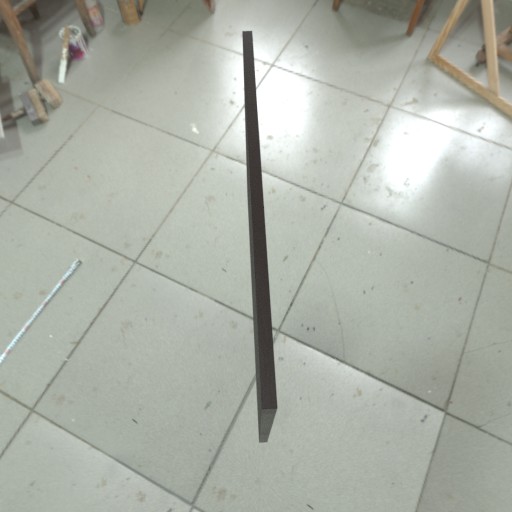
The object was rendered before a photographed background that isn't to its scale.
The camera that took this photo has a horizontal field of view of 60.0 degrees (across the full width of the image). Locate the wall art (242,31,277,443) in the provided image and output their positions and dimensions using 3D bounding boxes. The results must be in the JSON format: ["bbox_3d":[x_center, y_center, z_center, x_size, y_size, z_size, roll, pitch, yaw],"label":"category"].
[{"bbox_3d":[0.000,0.000,1.635,0.034,0.952,1.207,-2,63,-1],"label":"wall art"}]
